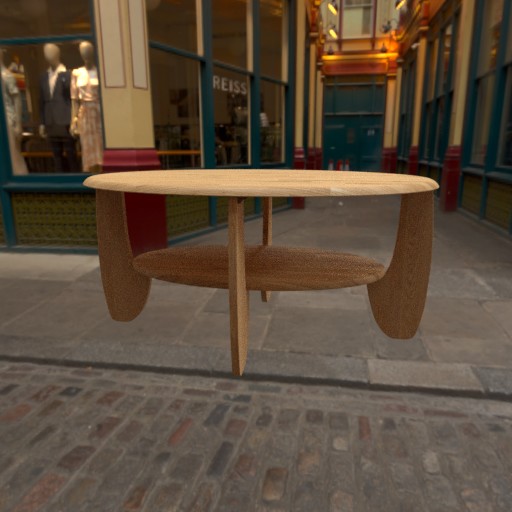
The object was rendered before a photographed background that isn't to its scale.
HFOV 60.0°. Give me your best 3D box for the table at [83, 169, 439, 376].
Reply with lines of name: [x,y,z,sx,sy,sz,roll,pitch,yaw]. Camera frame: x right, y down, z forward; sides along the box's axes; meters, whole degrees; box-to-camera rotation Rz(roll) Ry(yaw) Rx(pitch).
table: [0.000,0.000,1.381,1.040,0.490,0.690,2,15,8]
